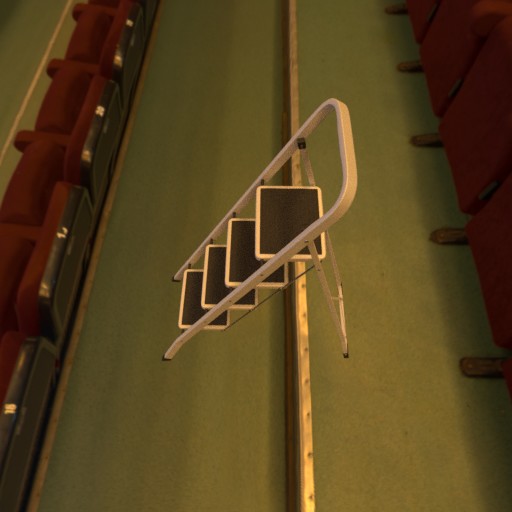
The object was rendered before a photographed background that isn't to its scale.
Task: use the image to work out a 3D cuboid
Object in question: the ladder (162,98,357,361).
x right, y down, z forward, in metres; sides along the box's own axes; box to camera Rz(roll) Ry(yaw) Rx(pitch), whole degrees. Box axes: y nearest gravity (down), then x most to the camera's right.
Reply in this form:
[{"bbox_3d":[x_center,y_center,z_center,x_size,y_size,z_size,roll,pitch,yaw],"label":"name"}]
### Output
[{"bbox_3d":[0.000,0.000,1.737,0.914,1.265,0.460,1,59,0],"label":"ladder"}]
